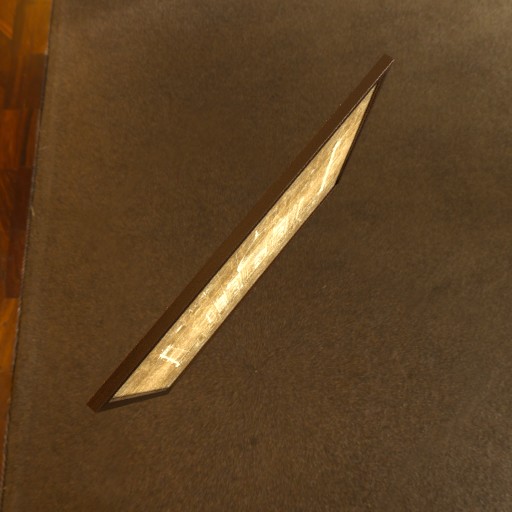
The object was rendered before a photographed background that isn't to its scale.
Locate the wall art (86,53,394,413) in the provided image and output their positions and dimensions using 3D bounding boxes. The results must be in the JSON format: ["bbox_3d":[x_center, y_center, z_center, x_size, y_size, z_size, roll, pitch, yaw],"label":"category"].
[{"bbox_3d":[0.000,0.000,0.551,0.012,0.304,0.431,38,79,9],"label":"wall art"}]
